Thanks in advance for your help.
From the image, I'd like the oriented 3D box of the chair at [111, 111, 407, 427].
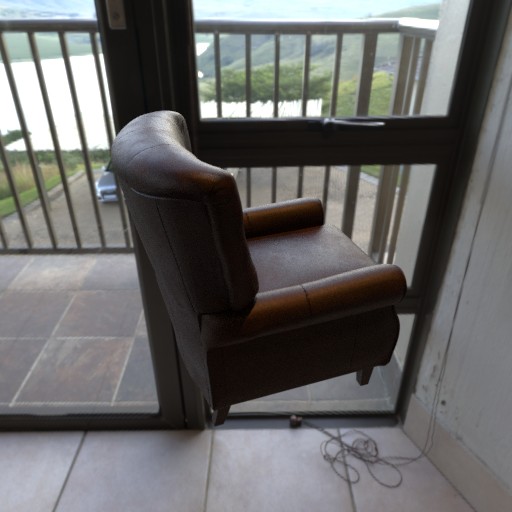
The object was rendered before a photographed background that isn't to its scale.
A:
[{"bbox_3d":[0.000,0.000,1.927,1.058,1.158,0.948,-10,32,-16],"label":"chair"}]
